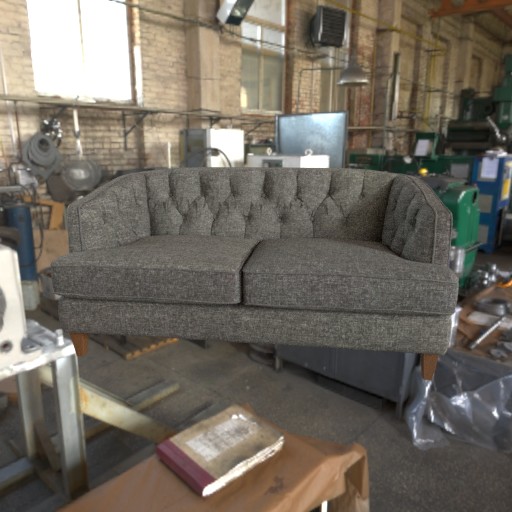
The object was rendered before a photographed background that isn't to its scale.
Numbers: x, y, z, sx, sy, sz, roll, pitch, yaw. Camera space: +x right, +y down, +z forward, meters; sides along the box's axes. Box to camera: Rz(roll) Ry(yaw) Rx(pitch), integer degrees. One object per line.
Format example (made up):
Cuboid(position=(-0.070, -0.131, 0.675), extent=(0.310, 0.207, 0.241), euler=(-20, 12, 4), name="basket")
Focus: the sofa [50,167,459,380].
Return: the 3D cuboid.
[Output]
Cuboid(position=(0.000, 0.000, 2.249), extent=(1.733, 0.855, 0.941), euler=(2, 14, 8), name="sofa")
